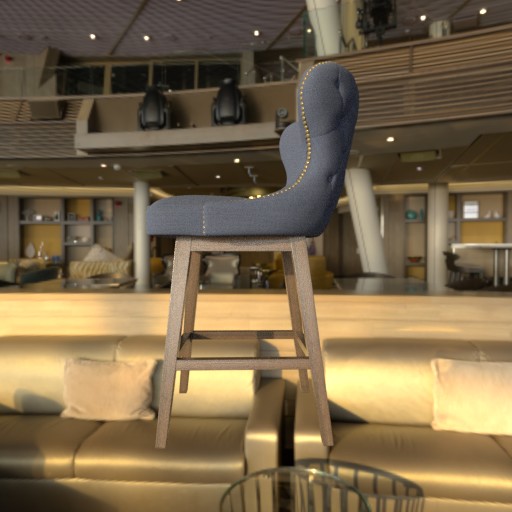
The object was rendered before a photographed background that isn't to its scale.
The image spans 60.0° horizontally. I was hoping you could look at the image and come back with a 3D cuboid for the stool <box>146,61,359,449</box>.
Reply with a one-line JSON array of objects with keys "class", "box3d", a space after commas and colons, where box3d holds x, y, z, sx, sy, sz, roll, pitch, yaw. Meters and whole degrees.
[{"class": "stool", "box3d": [0.000, 0.000, 1.352, 0.597, 0.972, 0.615, 0, 1, -2]}]
